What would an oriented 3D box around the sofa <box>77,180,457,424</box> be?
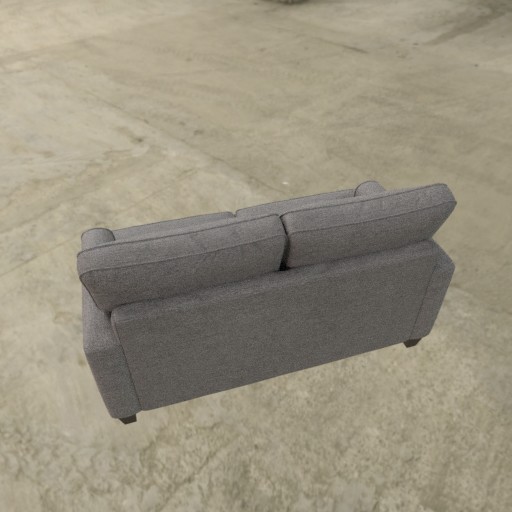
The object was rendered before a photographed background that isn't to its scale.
[{"bbox_3d":[0.000,0.000,2.229,1.651,0.965,0.965,-11,42,-13],"label":"sofa"}]
